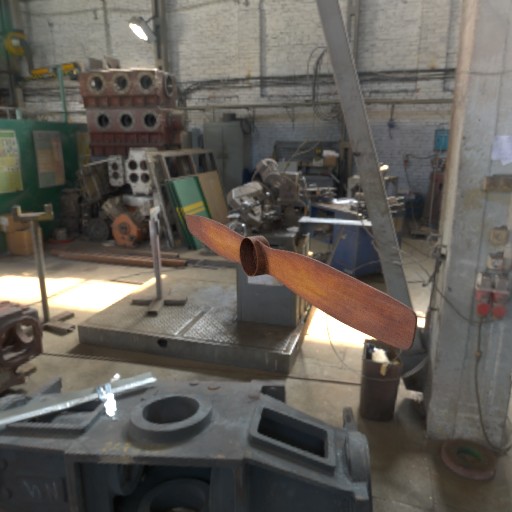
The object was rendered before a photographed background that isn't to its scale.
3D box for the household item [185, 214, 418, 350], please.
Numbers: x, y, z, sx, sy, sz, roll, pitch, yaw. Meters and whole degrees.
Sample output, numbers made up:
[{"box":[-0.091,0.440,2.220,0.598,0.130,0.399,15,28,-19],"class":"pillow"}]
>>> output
[{"box":[0.000,0.000,1.274,0.051,0.121,1.181,-8,17,-27],"class":"household item"}]
